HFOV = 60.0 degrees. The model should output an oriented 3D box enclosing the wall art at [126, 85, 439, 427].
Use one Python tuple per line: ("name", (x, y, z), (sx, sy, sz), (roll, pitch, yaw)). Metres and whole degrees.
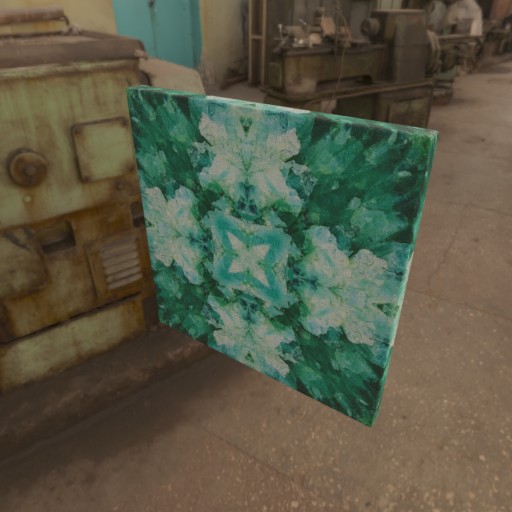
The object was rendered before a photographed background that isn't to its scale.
("wall art", (0.000, 0.000, 0.768), (0.507, 0.508, 0.038), (20, 36, 29))
